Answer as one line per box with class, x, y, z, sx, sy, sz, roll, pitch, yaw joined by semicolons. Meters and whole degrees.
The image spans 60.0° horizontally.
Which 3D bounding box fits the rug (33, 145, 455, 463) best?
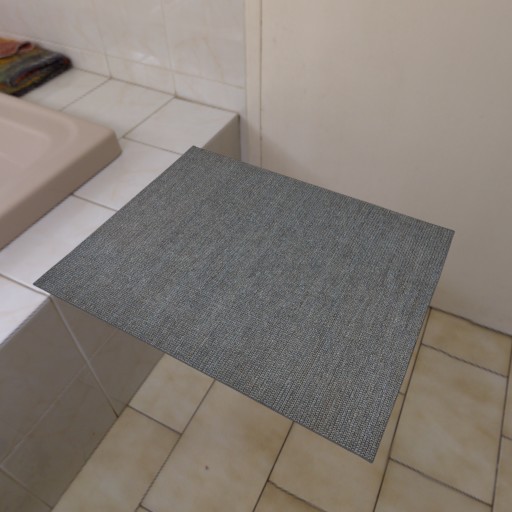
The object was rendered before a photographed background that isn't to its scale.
rug;0.000;0.000;4.058;3.068;0.021;2.456;22;51;19
